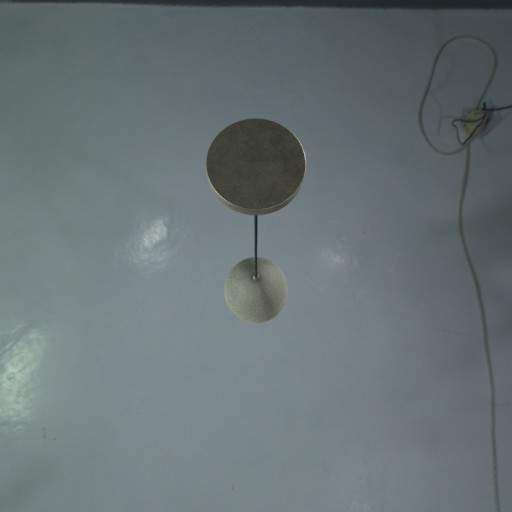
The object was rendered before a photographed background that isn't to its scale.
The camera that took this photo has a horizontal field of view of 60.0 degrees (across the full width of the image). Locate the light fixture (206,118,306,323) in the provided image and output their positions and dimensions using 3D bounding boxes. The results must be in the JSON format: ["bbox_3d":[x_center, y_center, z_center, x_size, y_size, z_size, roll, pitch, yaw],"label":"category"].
[{"bbox_3d":[0.000,0.000,0.830,0.170,0.759,0.170,-2,75,0],"label":"light fixture"}]
